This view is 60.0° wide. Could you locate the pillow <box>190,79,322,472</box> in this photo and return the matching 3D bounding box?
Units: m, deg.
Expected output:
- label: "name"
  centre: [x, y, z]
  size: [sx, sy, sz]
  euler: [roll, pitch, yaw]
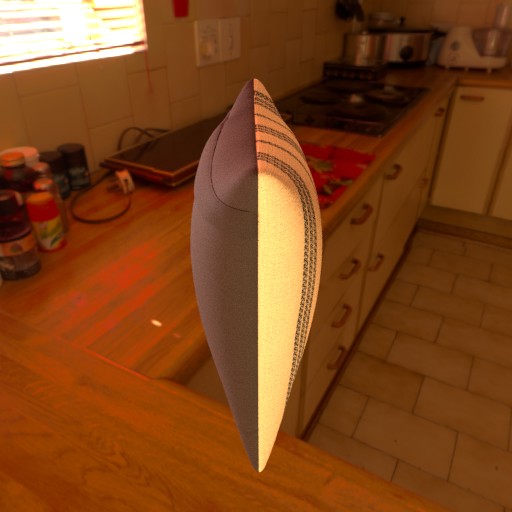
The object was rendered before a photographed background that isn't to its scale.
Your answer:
- label: "pillow"
  centre: [0.000, 0.000, 0.630]
  size: [0.173, 0.406, 0.405]
  euler: [0, 32, -1]
